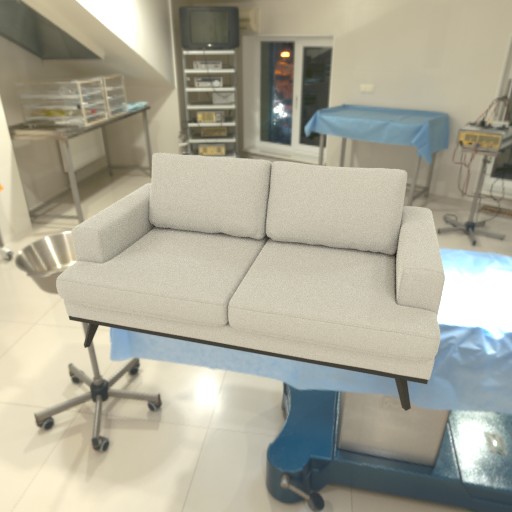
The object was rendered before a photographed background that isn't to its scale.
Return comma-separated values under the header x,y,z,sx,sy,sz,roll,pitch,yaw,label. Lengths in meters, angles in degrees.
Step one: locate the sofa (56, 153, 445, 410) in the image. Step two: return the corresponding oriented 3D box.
x,y,z,sx,sy,sz,roll,pitch,yaw,label
0.000,0.000,2.177,1.650,0.810,0.920,7,27,14,sofa
